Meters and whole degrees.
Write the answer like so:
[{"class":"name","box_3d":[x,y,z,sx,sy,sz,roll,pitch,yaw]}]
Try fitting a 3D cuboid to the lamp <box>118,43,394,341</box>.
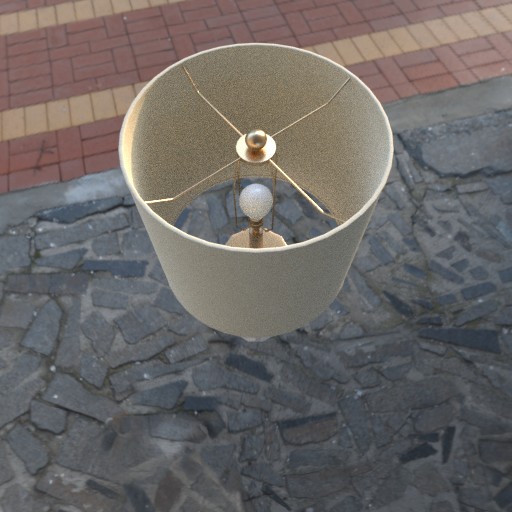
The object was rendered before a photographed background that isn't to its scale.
[{"class":"lamp","box_3d":[0.000,0.000,0.687,0.277,0.537,0.277,0,62,0]}]
